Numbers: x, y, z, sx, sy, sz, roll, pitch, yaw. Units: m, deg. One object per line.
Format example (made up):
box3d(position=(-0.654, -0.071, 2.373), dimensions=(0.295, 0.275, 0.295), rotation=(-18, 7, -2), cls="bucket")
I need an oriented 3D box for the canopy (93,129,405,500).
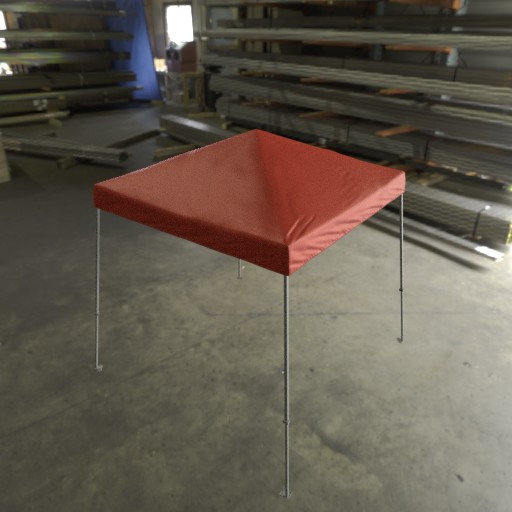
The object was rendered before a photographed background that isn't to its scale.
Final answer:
box3d(position=(0.000, 0.000, 5.081), dimensions=(2.849, 2.850, 2.850), rotation=(19, 33, 32), cls="canopy")
